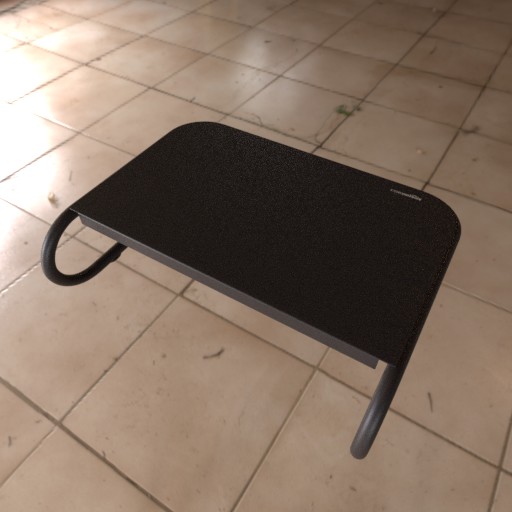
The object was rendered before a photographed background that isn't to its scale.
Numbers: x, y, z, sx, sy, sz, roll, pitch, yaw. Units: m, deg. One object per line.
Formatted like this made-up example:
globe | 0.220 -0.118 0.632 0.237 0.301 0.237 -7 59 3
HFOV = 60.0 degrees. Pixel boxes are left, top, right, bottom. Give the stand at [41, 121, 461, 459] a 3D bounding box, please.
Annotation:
stand | 0.000 0.000 0.491 0.370 0.108 0.280 24 52 21
